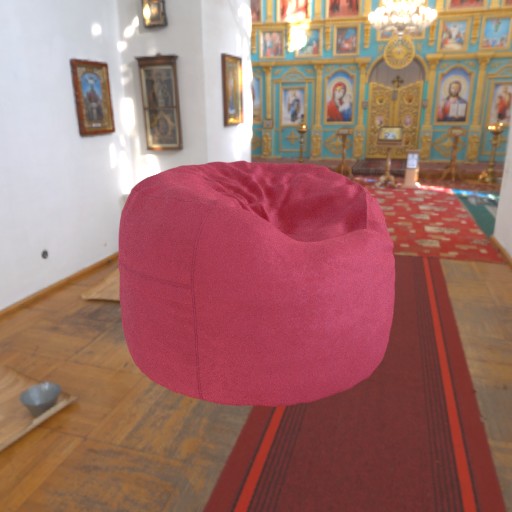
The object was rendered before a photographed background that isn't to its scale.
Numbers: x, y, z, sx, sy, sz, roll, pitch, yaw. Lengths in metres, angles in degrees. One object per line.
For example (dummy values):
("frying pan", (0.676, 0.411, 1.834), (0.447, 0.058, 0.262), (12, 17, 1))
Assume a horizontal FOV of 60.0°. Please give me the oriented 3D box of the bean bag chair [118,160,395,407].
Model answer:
("bean bag chair", (0.000, 0.000, 2.008), (1.218, 0.788, 1.218), (0, 17, 0))
